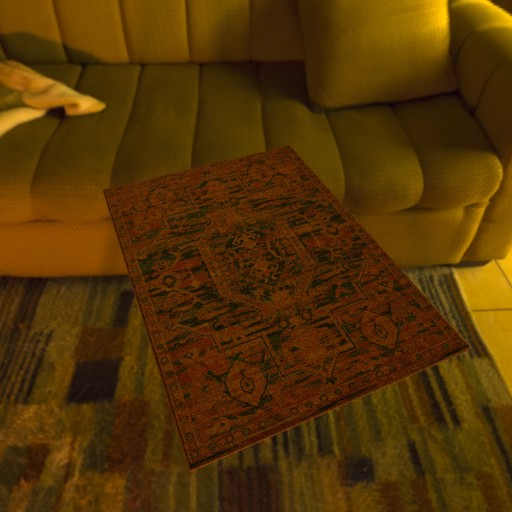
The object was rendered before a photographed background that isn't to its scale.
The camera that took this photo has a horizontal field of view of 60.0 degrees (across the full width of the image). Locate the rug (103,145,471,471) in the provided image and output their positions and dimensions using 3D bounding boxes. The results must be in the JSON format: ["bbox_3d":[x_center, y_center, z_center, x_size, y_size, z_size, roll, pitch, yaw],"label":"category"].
[{"bbox_3d":[0.000,0.000,2.877,1.588,0.024,2.204,-17,48,-16],"label":"rug"}]
